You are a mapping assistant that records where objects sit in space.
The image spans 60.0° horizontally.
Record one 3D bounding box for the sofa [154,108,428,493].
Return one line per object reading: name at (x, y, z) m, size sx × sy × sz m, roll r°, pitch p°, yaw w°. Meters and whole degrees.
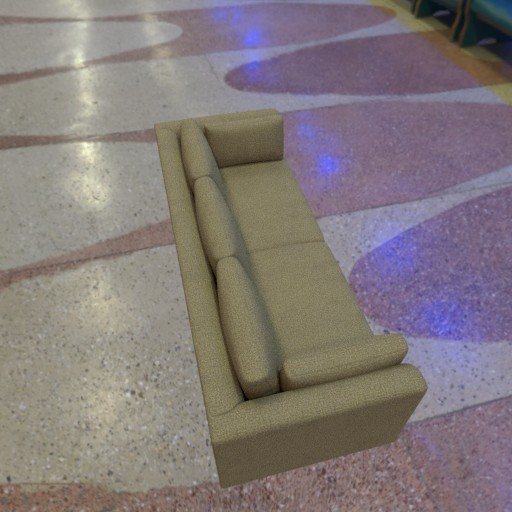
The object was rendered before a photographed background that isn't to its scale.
sofa at (0.000, 0.000, 2.838) m, size 0.969 × 0.867 × 2.415 m, roll -11°, pitch 49°, yaw -9°
